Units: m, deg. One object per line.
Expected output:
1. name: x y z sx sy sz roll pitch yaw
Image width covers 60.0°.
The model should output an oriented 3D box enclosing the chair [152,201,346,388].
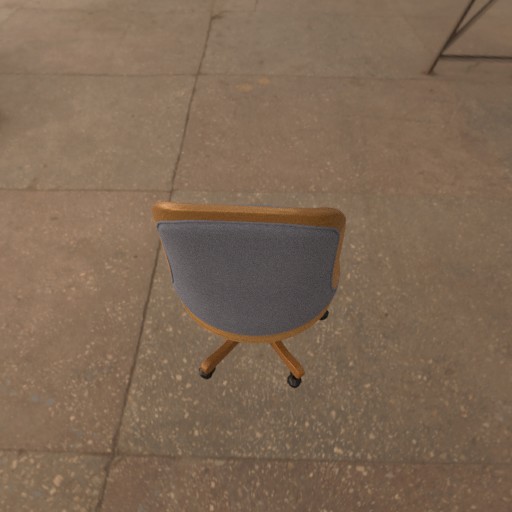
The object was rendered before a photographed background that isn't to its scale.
1. chair: 0.000 0.000 1.461 0.605 1.031 0.735 2 47 2
